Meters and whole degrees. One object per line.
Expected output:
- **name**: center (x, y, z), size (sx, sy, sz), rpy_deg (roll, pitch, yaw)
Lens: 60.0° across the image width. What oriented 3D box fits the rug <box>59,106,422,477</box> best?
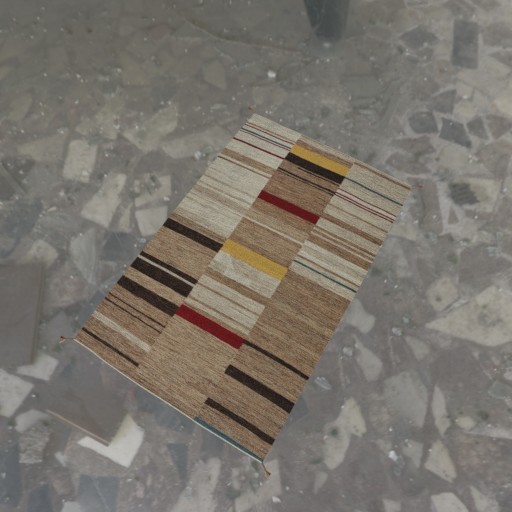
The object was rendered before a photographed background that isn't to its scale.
- **rug**: center (0.000, 0.000, 2.511), size (1.268, 0.007, 1.918), rpy_deg (29, 67, 13)
